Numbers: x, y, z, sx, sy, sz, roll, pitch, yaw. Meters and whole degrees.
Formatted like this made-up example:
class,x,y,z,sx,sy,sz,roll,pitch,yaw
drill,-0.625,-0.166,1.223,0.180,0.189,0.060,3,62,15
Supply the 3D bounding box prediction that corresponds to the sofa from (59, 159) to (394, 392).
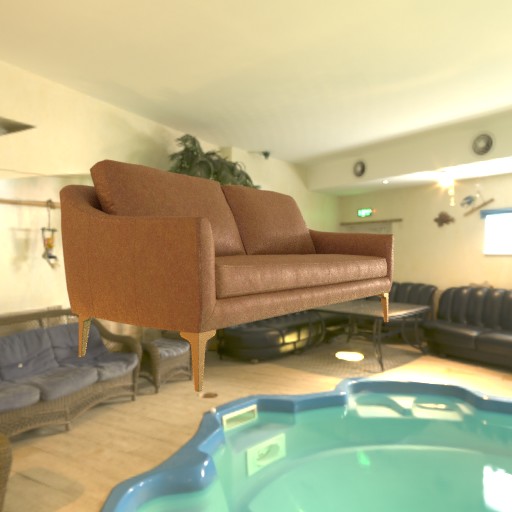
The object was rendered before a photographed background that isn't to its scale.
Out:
class,x,y,z,sx,sy,sz,roll,pitch,yaw
sofa,0.000,0.000,2.621,0.981,0.945,2.036,0,1,36
